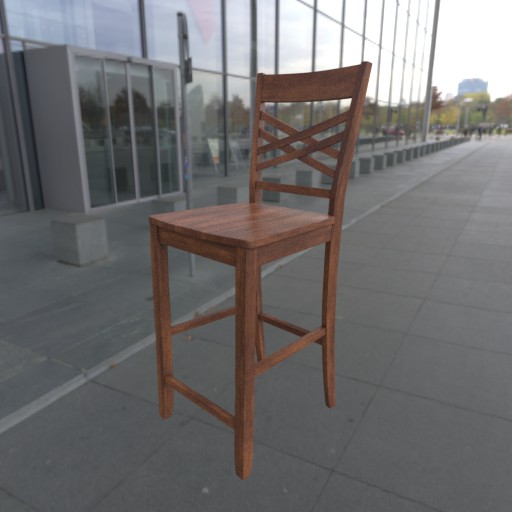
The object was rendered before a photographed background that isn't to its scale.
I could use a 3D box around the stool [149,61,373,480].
[{"bbox_3d":[0.000,0.000,1.347,0.426,1.098,0.504,15,22,42],"label":"stool"}]
